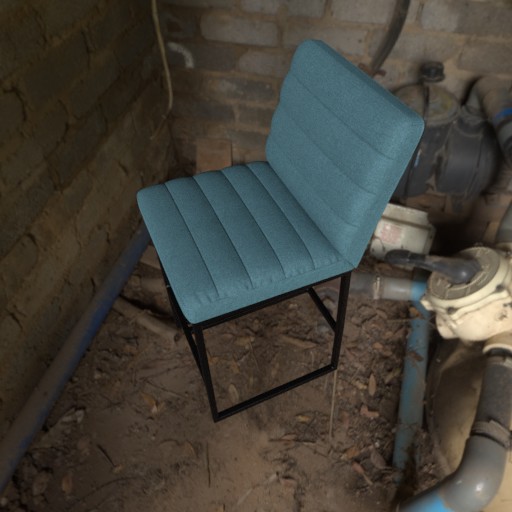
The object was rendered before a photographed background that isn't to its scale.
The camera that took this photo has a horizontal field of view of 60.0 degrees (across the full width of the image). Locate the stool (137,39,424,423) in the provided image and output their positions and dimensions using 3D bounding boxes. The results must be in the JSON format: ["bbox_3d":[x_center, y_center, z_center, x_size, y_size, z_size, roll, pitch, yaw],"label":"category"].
[{"bbox_3d":[0.000,0.000,1.329,0.560,1.040,0.460,-19,51,-16],"label":"stool"}]
